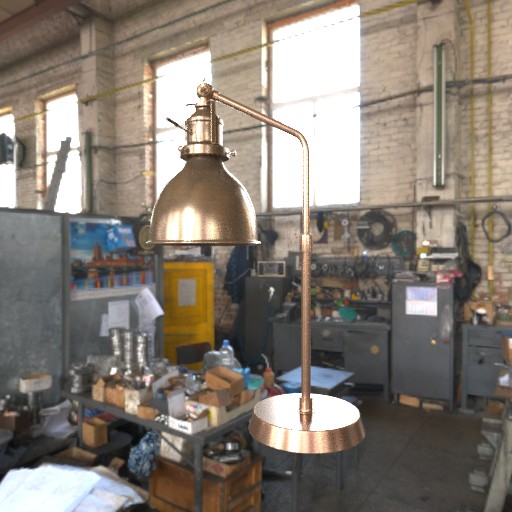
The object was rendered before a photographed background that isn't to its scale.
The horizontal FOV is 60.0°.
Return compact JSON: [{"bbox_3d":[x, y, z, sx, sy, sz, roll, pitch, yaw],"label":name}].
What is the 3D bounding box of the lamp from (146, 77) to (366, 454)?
[{"bbox_3d":[0.000,0.000,0.586,0.286,0.456,0.153,0,0,0],"label":"lamp"}]
